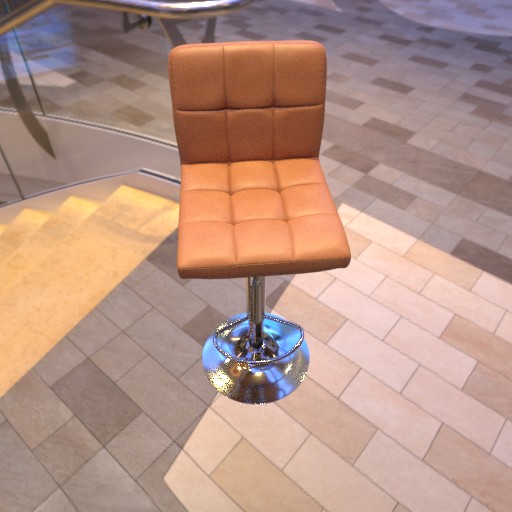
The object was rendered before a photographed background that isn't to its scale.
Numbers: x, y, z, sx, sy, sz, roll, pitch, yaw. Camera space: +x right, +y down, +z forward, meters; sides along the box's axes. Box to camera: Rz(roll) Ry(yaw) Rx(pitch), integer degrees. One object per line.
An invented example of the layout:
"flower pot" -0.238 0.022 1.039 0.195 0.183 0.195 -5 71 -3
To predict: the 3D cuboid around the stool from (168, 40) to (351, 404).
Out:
"stool" 0.000 0.000 1.378 0.430 1.115 0.505 -4 45 -4
